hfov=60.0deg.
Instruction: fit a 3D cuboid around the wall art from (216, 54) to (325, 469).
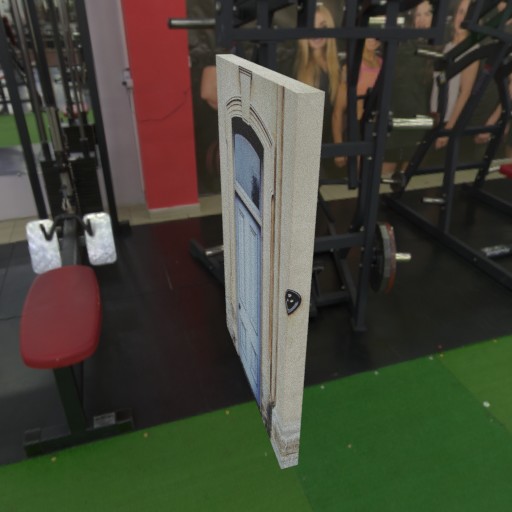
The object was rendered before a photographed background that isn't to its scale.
[{"bbox_3d":[0.000,0.000,0.973,0.038,0.764,0.508,-8,31,-14],"label":"wall art"}]
